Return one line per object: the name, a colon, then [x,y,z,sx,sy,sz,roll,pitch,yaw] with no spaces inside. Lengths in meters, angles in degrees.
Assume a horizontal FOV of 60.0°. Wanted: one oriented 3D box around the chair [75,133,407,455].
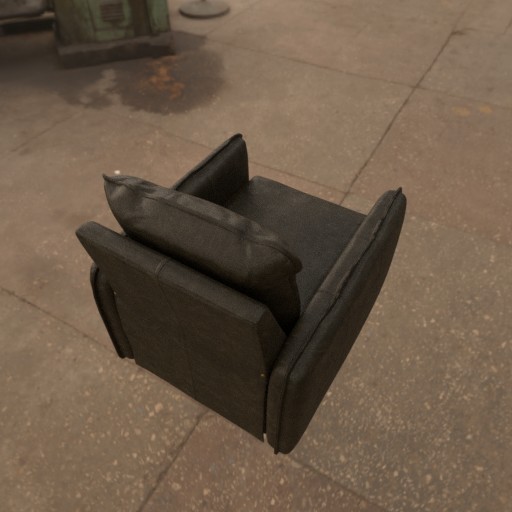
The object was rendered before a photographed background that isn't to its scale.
chair: [0.000,0.000,1.585,0.830,0.921,0.921,24,51,21]
